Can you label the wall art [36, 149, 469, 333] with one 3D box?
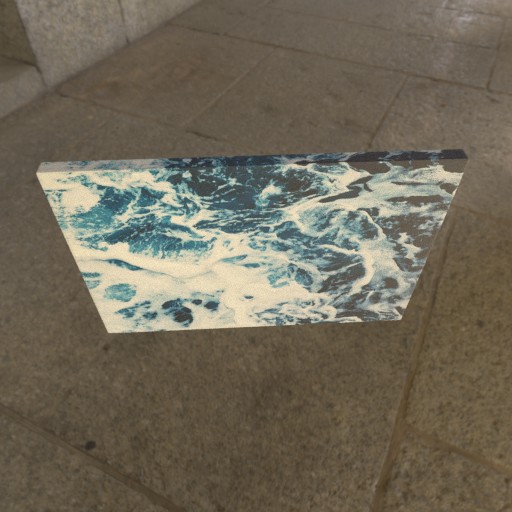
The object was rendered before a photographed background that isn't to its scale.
[{"bbox_3d":[0.000,0.000,1.171,0.915,0.610,0.042,-2,48,-2],"label":"wall art"}]
